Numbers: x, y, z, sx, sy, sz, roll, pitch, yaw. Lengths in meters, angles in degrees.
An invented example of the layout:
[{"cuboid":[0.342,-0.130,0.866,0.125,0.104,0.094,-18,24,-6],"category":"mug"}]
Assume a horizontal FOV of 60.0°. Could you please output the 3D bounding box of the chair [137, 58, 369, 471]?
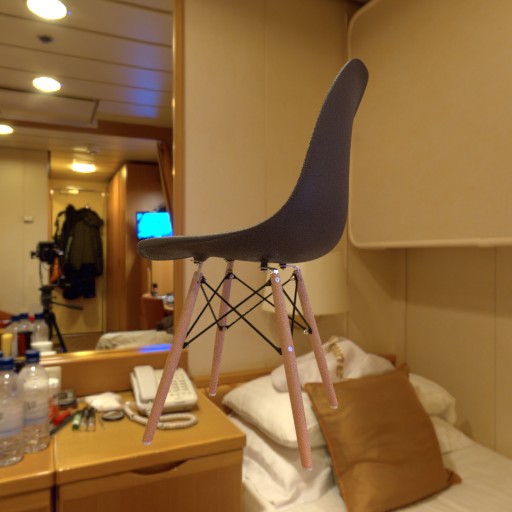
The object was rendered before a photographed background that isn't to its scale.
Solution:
[{"cuboid":[0.000,0.000,1.082,0.533,0.825,0.470,0,0,18],"category":"chair"}]
